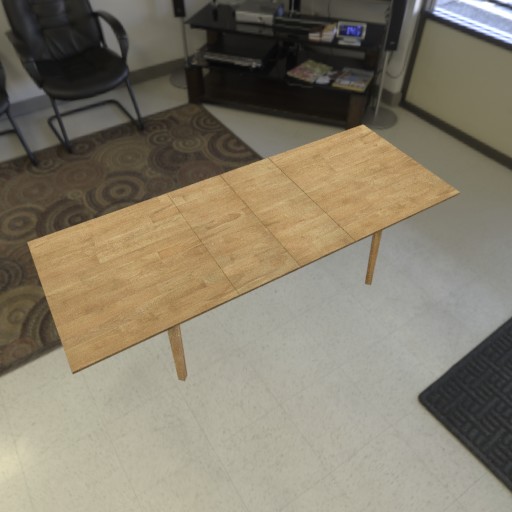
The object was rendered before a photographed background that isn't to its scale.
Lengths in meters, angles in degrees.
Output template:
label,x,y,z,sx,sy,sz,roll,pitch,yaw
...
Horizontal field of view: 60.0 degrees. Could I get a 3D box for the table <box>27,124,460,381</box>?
label,x,y,z,sx,sy,sz,roll,pitch,yaw
table,0.000,0.000,3.098,2.603,0.752,1.000,-24,51,-20
